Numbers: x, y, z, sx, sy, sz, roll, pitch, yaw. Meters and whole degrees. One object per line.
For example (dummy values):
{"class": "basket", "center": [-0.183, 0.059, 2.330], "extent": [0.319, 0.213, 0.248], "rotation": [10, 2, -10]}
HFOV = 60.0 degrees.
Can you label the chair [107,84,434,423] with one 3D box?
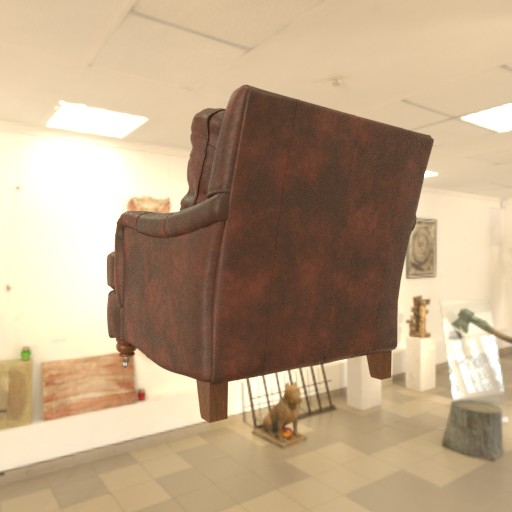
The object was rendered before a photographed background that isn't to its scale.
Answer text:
{"class": "chair", "center": [0.000, 0.000, 1.912], "extent": [0.987, 1.051, 1.156], "rotation": [0, 0, -36]}
